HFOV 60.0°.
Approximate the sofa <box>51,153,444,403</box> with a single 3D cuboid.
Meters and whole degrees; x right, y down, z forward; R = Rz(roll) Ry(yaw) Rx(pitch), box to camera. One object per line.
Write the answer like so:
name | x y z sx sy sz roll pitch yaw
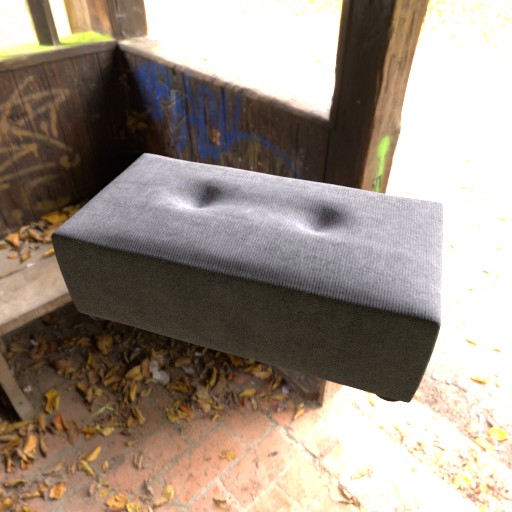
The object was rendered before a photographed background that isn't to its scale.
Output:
sofa | 0.000 0.000 1.211 0.930 0.330 0.480 12 41 14
